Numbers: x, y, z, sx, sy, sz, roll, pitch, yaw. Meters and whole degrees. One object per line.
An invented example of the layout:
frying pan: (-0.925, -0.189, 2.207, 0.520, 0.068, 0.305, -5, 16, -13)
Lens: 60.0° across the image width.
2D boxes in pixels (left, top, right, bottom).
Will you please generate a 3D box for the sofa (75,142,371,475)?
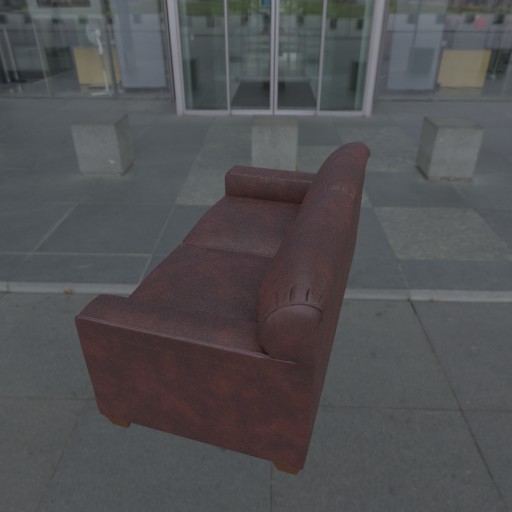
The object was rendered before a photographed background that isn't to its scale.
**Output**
sofa: (0.000, 0.000, 2.426, 1.000, 0.966, 1.856, 9, 32, 15)
